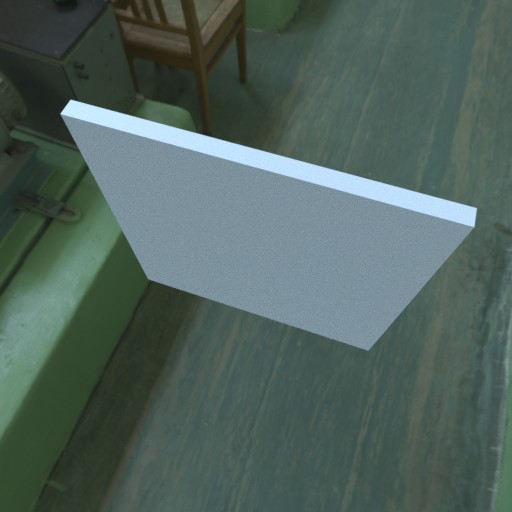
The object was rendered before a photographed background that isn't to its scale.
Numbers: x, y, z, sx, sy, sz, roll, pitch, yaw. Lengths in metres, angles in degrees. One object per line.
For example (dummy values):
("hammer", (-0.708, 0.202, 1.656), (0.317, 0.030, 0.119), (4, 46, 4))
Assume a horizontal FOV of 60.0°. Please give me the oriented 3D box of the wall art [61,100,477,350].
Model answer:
("wall art", (0.000, 0.000, 0.824), (0.559, 0.559, 0.028), (17, 64, 8))
